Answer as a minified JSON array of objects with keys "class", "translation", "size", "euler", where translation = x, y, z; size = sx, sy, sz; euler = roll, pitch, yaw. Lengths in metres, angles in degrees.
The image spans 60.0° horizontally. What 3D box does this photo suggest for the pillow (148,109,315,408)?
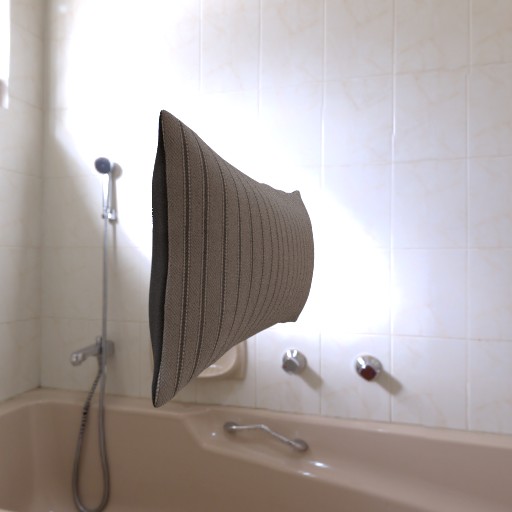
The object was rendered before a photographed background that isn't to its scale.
[{"class":"pillow","translation":[0.000,0.000,0.721],"size":[0.151,0.305,0.609],"euler":[0,-1,18]}]
